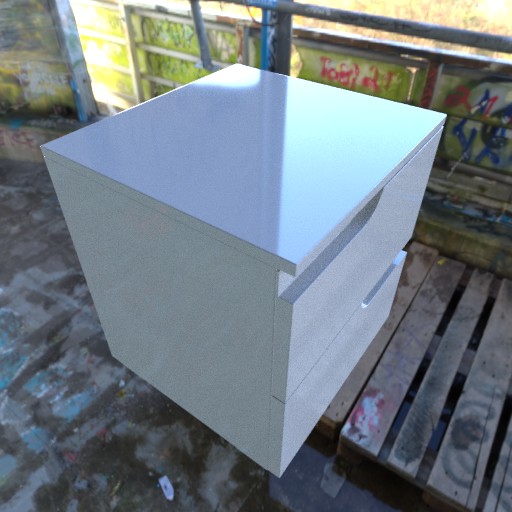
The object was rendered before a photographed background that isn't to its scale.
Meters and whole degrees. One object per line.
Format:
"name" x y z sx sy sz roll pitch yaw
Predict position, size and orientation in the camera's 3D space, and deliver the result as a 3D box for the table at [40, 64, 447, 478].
"table" 0.000 0.000 0.777 0.400 0.470 0.420 26 47 27
